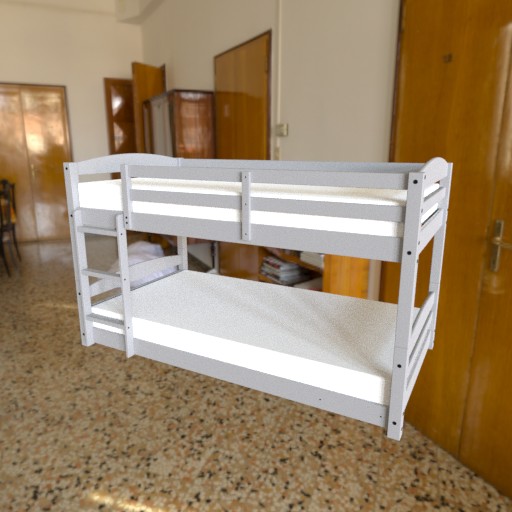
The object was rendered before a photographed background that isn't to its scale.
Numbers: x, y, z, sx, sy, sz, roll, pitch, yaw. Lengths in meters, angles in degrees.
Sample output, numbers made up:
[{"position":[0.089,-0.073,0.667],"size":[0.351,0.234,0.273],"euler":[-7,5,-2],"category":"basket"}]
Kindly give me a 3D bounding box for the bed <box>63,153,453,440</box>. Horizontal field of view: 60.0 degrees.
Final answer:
[{"position":[0.000,0.000,2.715],"size":[2.013,1.206,1.105],"euler":[8,16,28],"category":"bed"}]
